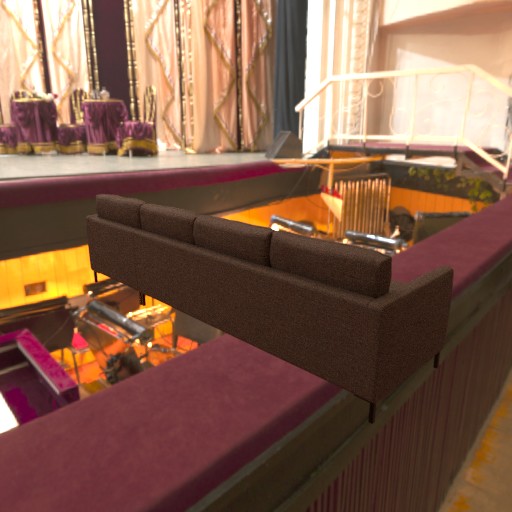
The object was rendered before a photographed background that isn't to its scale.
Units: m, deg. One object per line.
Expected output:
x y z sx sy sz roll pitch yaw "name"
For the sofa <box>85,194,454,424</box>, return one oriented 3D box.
0.000 0.000 3.725 3.221 0.892 1.483 16 22 43 "sofa"
